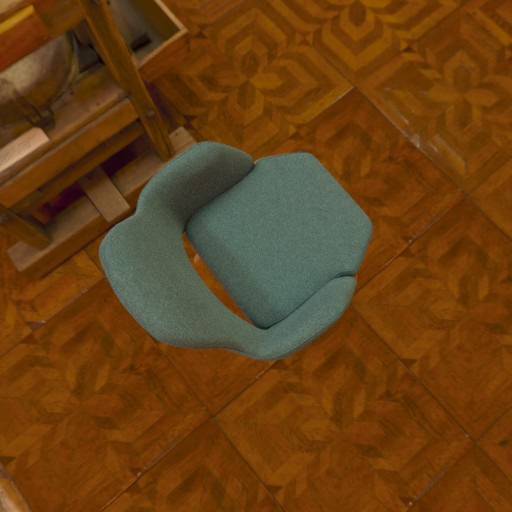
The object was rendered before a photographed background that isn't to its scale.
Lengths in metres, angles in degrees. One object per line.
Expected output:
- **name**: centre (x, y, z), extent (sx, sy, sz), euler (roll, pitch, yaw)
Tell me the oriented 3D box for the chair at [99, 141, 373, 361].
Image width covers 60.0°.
- **chair**: centre (0.000, 0.000, 1.330), extent (0.666, 0.920, 0.589), euler (-37, 78, -9)
